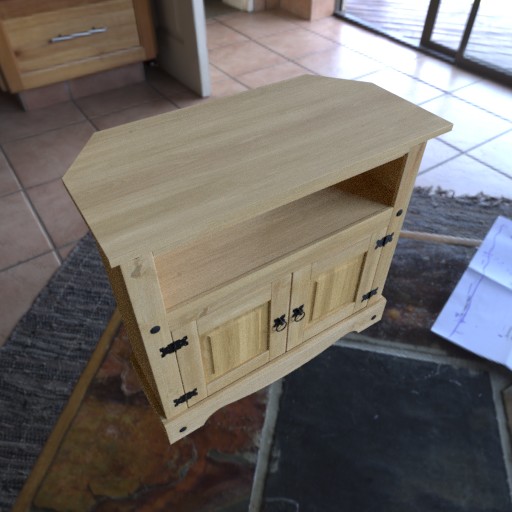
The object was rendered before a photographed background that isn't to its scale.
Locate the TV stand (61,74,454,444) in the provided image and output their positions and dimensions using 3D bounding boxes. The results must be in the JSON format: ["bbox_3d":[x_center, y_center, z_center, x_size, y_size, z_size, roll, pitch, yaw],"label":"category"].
[{"bbox_3d":[0.000,0.000,1.294,0.851,0.781,0.425,-24,49,-23],"label":"TV stand"}]
